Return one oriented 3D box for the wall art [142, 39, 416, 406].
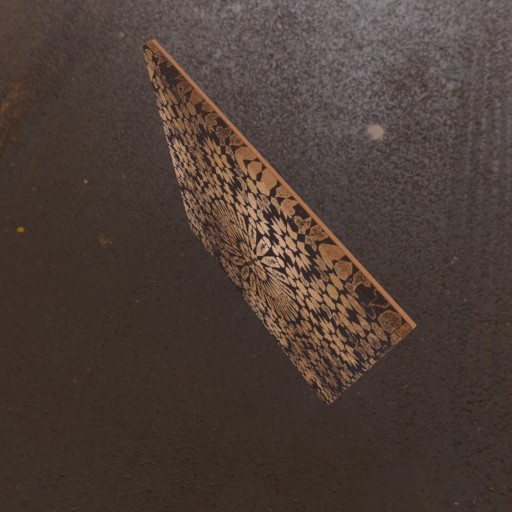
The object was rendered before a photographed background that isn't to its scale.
[{"bbox_3d":[0.000,0.000,1.347,0.038,0.914,0.914,-33,69,-15],"label":"wall art"}]
